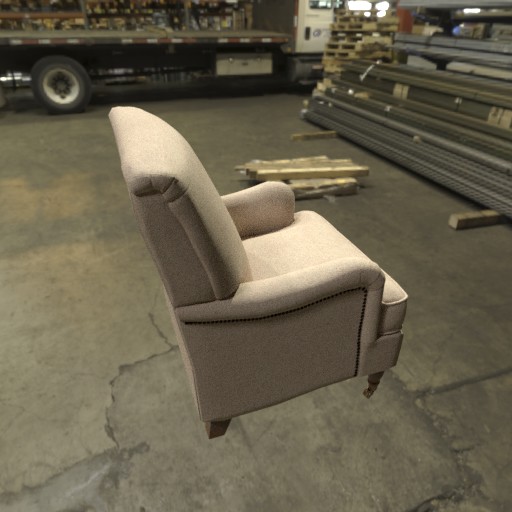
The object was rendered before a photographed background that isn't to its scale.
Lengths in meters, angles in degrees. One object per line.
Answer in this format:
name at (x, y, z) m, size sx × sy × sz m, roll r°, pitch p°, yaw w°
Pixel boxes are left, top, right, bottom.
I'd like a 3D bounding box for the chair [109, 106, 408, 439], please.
chair at (0.000, 0.000, 1.799) m, size 0.953 × 1.119 × 0.879 m, roll -10°, pitch 31°, yaw -16°
